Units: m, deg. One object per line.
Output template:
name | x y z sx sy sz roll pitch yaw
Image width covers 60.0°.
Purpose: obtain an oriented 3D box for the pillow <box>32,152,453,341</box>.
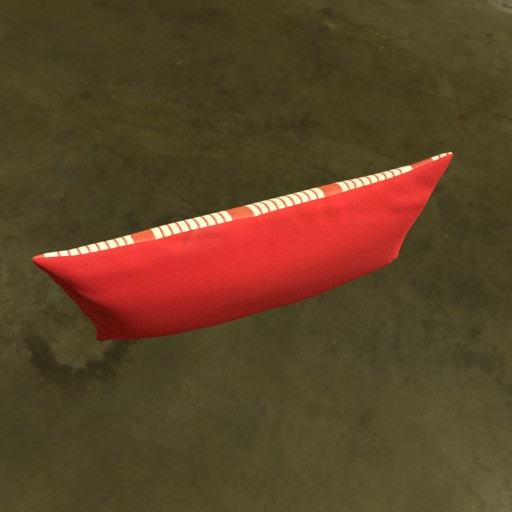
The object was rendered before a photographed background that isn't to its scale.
pillow | 0.000 0.000 0.735 0.608 0.297 0.151 -15 60 -9
